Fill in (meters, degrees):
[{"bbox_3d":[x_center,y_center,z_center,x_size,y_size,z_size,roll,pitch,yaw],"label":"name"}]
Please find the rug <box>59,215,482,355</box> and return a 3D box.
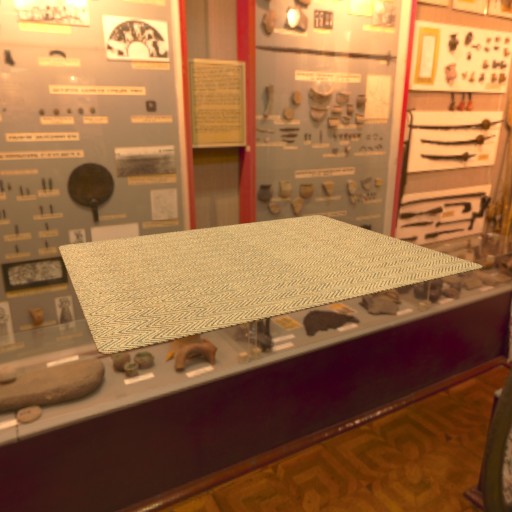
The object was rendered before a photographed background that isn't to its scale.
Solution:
[{"bbox_3d":[0.000,0.000,4.140,3.207,0.014,2.439,-9,19,-27],"label":"rug"}]
